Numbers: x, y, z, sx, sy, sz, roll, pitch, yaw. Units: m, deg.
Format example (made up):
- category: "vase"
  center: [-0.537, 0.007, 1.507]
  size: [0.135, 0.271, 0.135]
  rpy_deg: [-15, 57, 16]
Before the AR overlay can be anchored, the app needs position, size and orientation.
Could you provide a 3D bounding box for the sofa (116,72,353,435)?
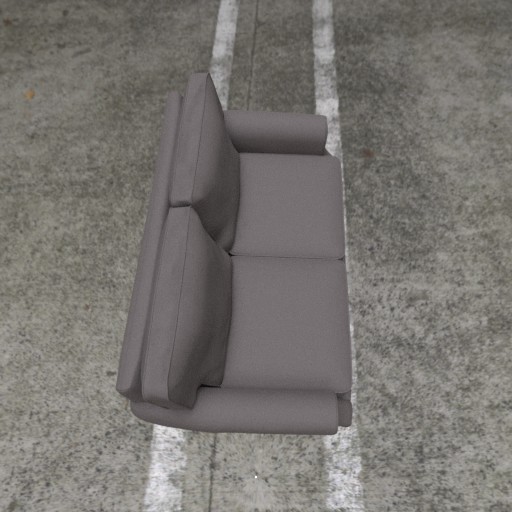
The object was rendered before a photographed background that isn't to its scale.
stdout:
- category: "sofa"
  center: [0.000, 0.000, 2.198]
  size: [0.964, 0.937, 1.665]
  rpy_deg: [2, 64, 1]
